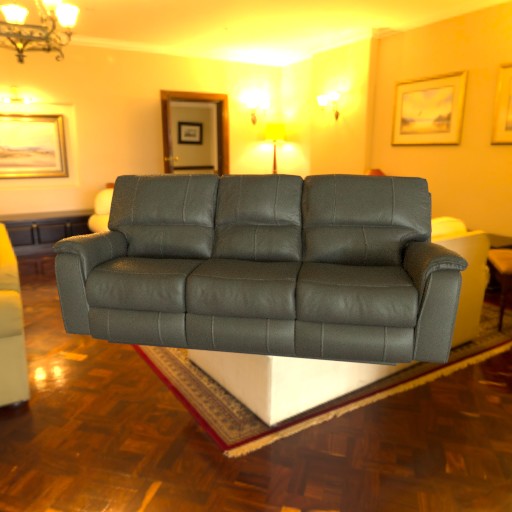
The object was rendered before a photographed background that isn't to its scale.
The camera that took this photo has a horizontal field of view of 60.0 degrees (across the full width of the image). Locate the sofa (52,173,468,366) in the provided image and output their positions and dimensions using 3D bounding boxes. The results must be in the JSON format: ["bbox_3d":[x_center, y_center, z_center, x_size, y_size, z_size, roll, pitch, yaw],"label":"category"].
[{"bbox_3d":[0.000,0.000,3.194,2.627,1.134,1.104,2,14,10],"label":"sofa"}]
